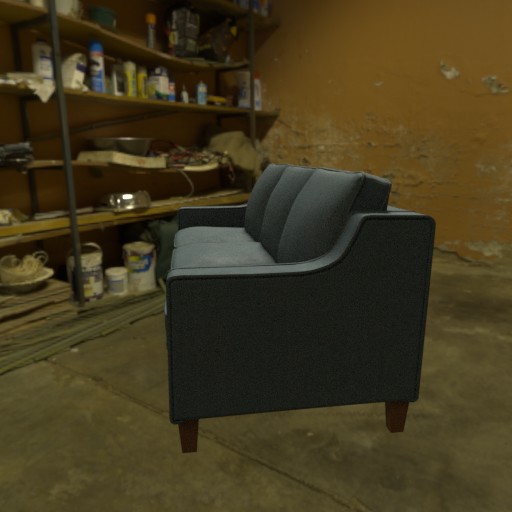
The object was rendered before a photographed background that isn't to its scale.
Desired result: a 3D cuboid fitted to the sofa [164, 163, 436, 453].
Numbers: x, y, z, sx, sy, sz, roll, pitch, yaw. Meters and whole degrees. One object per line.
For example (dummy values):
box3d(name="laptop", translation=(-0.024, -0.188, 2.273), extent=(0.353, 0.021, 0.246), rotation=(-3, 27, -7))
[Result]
box3d(name="sofa", translation=(0.000, 0.000, 2.429), extent=(0.911, 0.974, 1.986), rotation=(-2, 13, -8))
